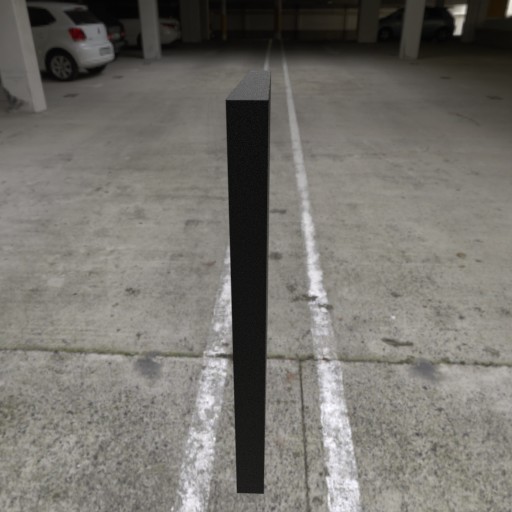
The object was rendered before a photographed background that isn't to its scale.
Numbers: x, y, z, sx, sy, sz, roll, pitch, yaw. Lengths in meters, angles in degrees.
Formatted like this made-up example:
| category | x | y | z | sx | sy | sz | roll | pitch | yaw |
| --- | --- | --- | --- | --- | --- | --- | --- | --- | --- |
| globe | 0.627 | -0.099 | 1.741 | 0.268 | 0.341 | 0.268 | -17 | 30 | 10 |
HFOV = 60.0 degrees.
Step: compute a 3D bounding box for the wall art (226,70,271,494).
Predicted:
| category | x | y | z | sx | sy | sz | roll | pitch | yaw |
| --- | --- | --- | --- | --- | --- | --- | --- | --- | --- |
| wall art | 0.000 | 0.000 | 0.515 | 0.028 | 0.380 | 0.325 | 1 | 26 | 2 |
